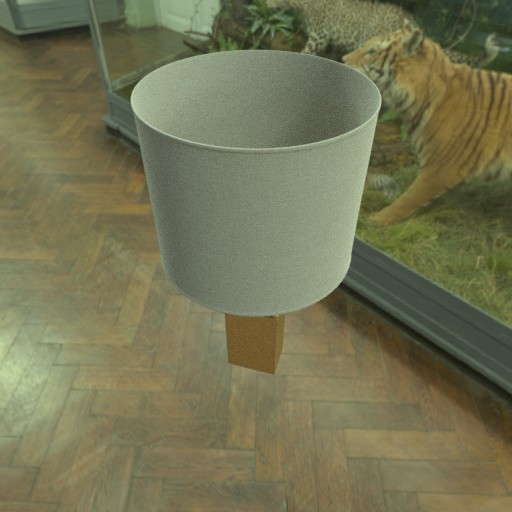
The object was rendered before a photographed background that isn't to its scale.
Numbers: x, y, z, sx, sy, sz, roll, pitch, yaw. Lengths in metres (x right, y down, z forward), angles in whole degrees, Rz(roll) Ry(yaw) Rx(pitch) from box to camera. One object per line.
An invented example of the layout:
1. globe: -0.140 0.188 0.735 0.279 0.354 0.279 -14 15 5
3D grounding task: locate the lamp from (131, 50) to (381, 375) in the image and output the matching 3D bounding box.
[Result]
1. lamp: 0.000 0.000 0.552 0.229 0.417 0.229 11 43 12
